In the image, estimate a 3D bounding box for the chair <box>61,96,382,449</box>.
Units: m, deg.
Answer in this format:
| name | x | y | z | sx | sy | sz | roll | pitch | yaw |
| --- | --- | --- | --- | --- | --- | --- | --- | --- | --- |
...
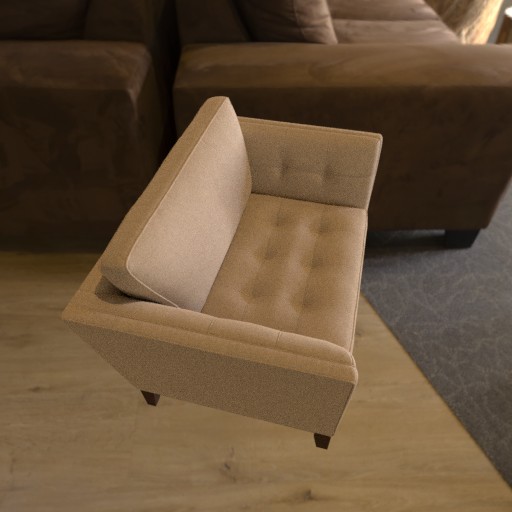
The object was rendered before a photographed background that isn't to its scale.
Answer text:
| name | x | y | z | sx | sy | sz | roll | pitch | yaw |
| --- | --- | --- | --- | --- | --- | --- | --- | --- | --- |
| chair | 0.000 | 0.000 | 2.027 | 0.965 | 0.940 | 1.397 | 10 | 47 | 10 |
